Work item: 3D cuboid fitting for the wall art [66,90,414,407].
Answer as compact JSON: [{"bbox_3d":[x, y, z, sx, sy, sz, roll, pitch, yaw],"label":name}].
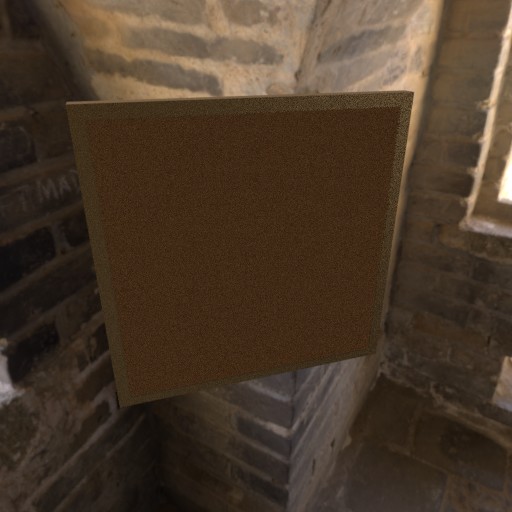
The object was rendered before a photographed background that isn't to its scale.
[{"bbox_3d":[0.000,0.000,2.828,1.926,1.926,0.099,-8,27,-15],"label":"wall art"}]
